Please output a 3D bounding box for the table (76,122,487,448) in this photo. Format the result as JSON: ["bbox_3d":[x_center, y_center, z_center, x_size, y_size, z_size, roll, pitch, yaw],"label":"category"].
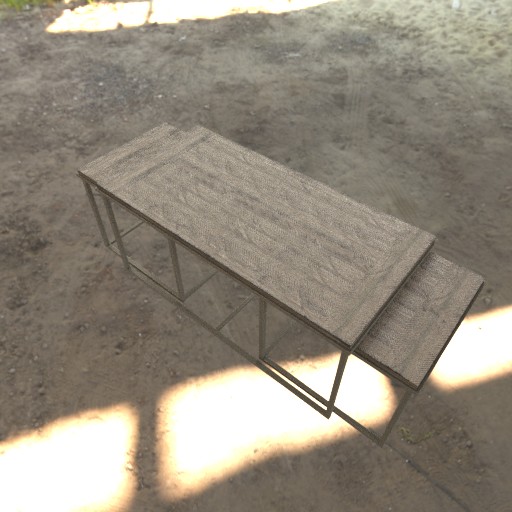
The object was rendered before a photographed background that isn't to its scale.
[{"bbox_3d":[0.000,0.000,1.525,1.312,0.427,0.489,31,54,26],"label":"table"}]
